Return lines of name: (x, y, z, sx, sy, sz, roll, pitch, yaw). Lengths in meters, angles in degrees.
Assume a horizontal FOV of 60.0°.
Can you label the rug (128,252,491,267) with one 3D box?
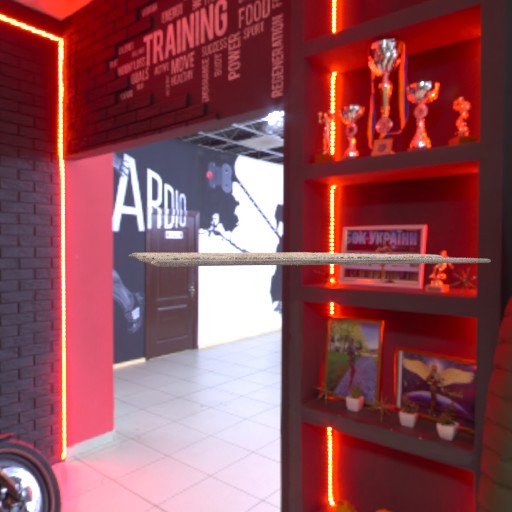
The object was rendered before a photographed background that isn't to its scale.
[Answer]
rug: (0.000, 0.000, 2.305, 1.222, 0.030, 1.823, 0, 1, -18)
